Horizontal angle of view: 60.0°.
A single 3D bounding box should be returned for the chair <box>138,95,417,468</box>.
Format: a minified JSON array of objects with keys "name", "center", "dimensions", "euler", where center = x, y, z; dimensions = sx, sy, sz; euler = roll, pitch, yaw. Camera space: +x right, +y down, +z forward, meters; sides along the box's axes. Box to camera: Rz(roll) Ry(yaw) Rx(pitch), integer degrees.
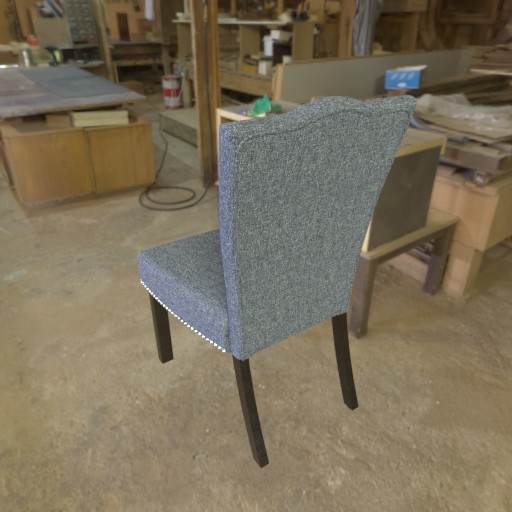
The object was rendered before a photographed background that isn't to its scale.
[{"name":"chair","center":[0.000,0.000,1.270],"dimensions":[0.518,0.946,0.589],"euler":[-19,35,-29]}]
